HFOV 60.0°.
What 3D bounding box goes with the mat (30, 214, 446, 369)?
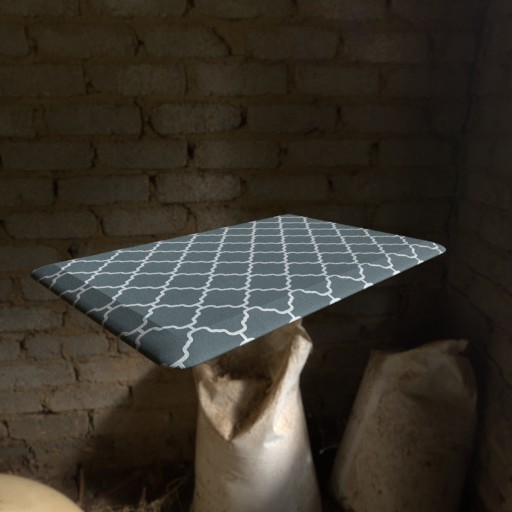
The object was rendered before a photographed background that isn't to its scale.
[{"bbox_3d":[0.000,0.000,0.937,0.762,0.021,0.508,-16,23,-42],"label":"mat"}]
